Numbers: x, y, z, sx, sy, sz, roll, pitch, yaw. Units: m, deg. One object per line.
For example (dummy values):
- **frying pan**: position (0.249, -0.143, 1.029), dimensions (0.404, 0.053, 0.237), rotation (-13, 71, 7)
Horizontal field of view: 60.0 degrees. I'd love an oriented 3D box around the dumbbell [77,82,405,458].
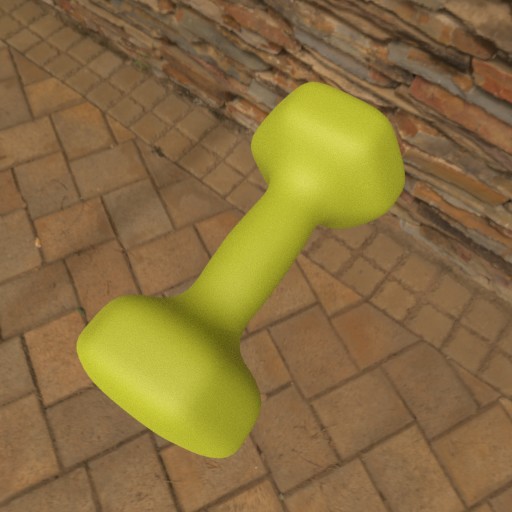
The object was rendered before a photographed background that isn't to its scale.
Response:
- **dumbbell**: position (0.000, 0.000, 0.198), dimensions (0.080, 0.072, 0.164), rotation (32, 69, 14)
